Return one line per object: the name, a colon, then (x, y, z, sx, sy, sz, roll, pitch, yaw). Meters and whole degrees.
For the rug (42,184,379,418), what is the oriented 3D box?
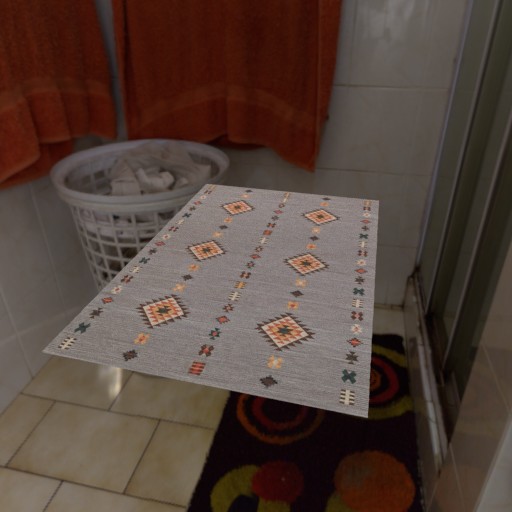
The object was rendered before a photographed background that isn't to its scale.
rug: (0.000, 0.000, 2.319, 1.217, 0.005, 1.818, 7, 31, 13)
